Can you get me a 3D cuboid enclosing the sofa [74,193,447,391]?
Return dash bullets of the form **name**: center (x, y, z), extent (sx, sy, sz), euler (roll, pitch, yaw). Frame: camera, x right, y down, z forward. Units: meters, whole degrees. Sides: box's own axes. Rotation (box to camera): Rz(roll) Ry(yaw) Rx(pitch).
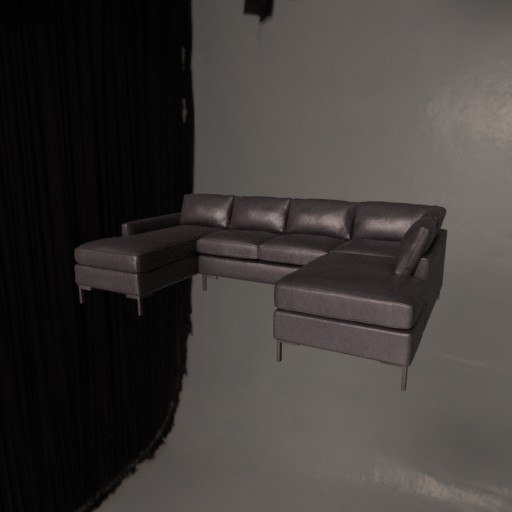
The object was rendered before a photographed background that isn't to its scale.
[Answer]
- **sofa**: center (0.000, 0.000, 3.885), extent (2.956, 0.900, 1.939), euler (7, 14, 27)
